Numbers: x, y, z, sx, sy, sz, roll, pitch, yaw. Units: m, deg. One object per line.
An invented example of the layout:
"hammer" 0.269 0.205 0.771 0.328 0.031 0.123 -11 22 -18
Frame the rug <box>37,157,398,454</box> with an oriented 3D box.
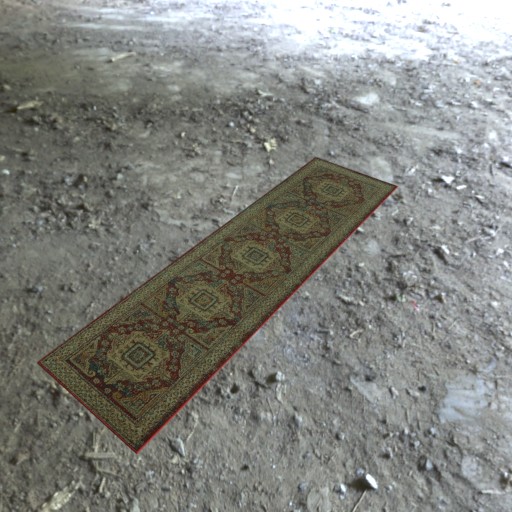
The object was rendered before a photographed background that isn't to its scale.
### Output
"rug" 0.000 0.000 2.470 0.659 0.015 2.292 27 48 27
